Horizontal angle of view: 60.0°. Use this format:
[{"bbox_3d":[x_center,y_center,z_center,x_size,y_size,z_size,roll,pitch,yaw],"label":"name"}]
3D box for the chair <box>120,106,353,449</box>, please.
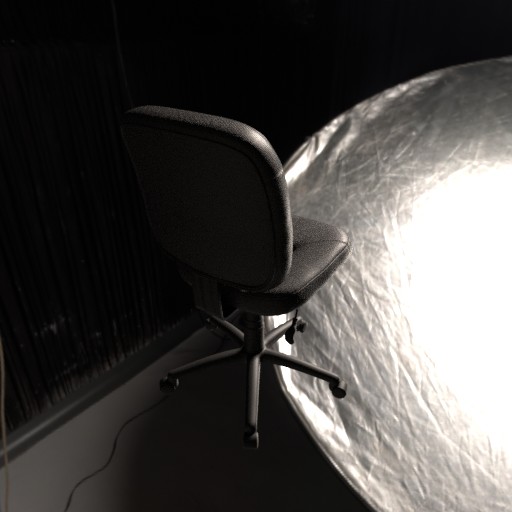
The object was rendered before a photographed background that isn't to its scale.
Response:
[{"bbox_3d":[0.000,0.000,1.385,0.647,0.959,0.646,20,35,32],"label":"chair"}]
